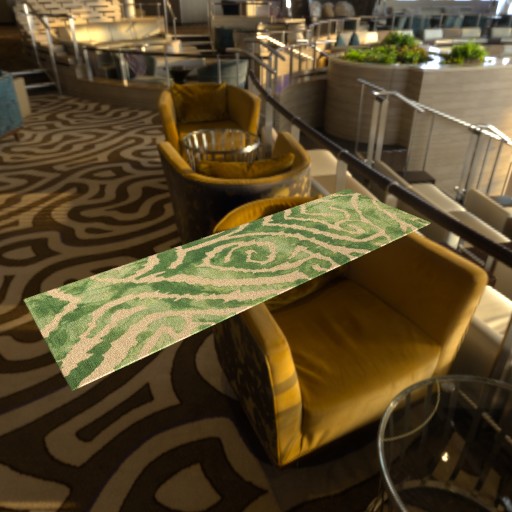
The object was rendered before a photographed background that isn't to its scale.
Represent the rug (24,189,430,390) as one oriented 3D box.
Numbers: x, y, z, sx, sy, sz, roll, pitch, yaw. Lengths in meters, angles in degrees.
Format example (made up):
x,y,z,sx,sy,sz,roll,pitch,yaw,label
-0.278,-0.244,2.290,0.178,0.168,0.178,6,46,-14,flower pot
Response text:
x,y,z,sx,sy,sz,roll,pitch,yaw,label
0.000,0.000,2.661,2.438,0.006,0.761,-22,37,-31,rug
